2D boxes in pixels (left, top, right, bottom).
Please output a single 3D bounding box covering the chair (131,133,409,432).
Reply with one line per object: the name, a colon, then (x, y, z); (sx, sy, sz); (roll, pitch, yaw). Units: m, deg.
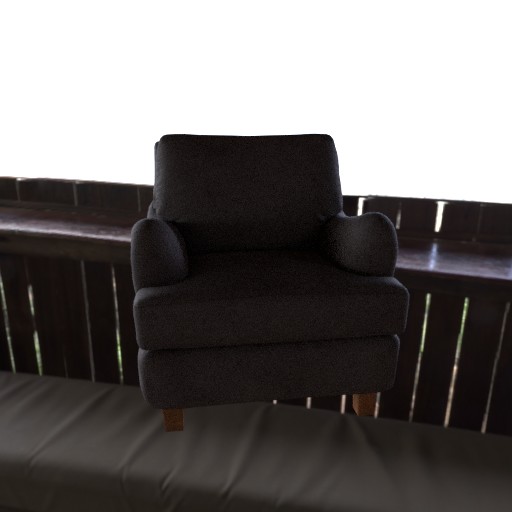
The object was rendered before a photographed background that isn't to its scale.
chair: (0.000, 0.000, 1.884); (0.955, 0.997, 1.070); (-2, 16, -7)
